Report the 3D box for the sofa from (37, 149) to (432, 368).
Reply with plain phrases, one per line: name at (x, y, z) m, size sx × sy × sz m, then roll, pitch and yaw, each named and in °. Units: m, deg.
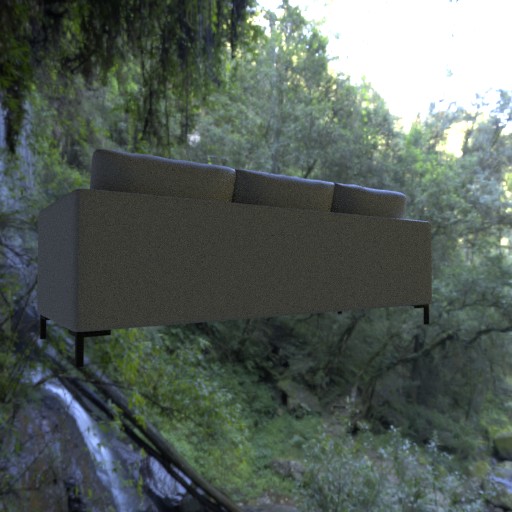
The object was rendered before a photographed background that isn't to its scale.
sofa at (0.000, 0.000, 2.607) m, size 2.218 × 0.874 × 0.859 m, roll 1°, pitch -2°, yaw -35°
